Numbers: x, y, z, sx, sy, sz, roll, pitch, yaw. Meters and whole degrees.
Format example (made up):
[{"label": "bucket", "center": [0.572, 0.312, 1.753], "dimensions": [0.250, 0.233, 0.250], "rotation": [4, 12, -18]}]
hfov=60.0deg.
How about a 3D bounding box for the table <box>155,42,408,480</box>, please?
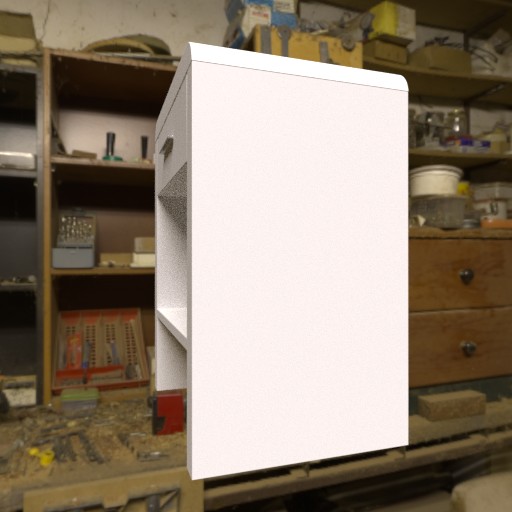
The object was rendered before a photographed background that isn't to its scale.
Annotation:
[{"label": "table", "center": [0.000, 0.000, 0.848], "dimensions": [0.350, 0.590, 0.450], "rotation": [0, 0, -19]}]
